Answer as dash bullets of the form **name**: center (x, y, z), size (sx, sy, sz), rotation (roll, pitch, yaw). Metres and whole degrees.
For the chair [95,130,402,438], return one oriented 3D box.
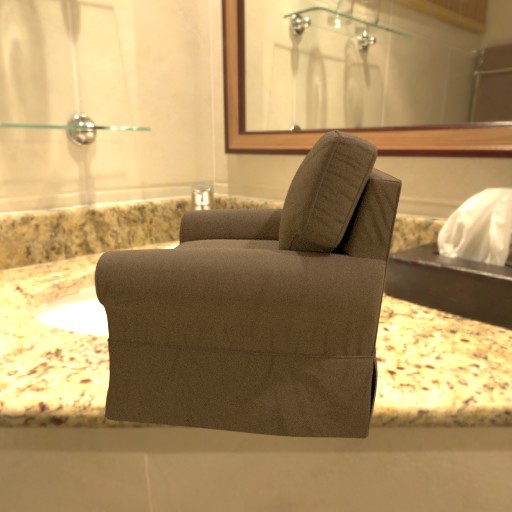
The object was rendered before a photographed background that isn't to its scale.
- **chair**: center (0.000, 0.000, 1.877), size (0.988, 1.017, 1.135), rotation (2, 14, 8)
